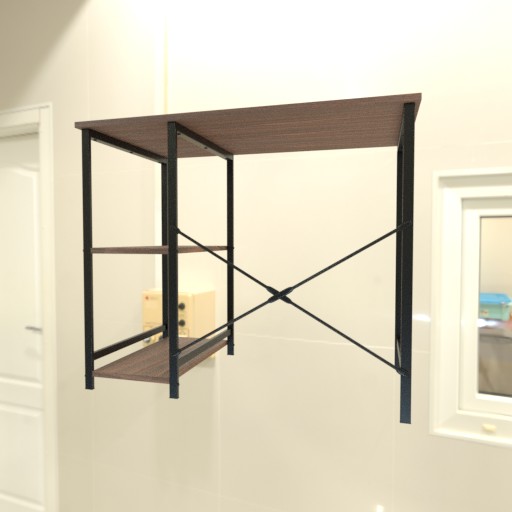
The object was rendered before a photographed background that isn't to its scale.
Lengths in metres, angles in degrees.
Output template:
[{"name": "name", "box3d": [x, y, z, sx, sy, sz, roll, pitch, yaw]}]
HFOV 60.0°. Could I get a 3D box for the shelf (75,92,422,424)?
[{"name": "shelf", "box3d": [0.000, 0.000, 1.355, 0.902, 0.750, 0.498, 1, 2, 16]}]
